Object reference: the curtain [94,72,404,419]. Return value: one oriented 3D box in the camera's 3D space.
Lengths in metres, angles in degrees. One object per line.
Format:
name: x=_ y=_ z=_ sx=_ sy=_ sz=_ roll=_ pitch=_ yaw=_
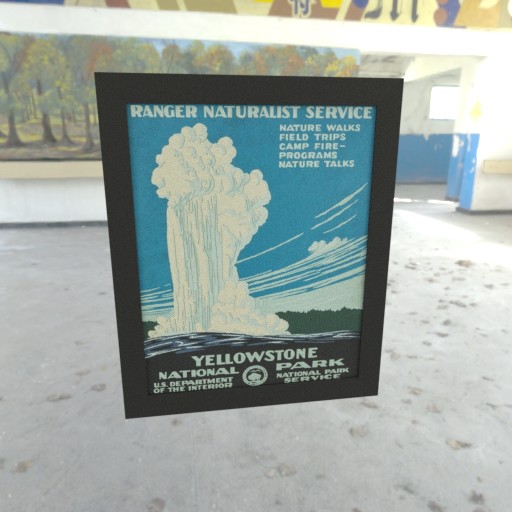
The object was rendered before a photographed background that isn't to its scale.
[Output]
curtain: x=0.000 y=0.000 z=0.774 sx=0.483 sy=0.585 sz=0.027 roll=-2 pitch=16 yaw=-9
